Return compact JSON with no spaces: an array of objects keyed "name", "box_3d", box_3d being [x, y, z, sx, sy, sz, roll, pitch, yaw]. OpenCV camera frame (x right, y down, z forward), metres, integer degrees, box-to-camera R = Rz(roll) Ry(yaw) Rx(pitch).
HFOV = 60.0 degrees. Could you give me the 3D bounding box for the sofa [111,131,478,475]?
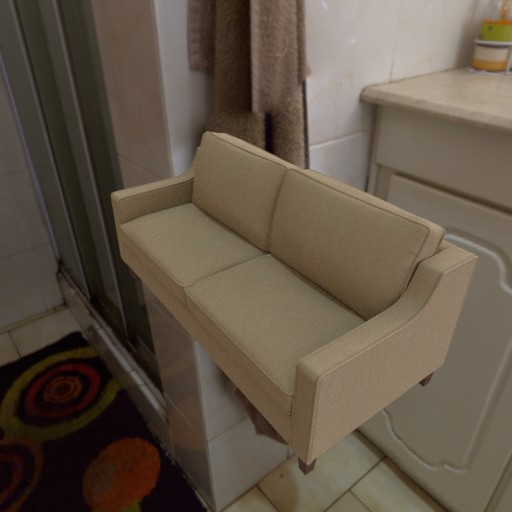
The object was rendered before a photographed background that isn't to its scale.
[{"name":"sofa","box_3d":[0.000,0.000,2.786,1.066,1.071,2.178,-21,38,-30]}]
